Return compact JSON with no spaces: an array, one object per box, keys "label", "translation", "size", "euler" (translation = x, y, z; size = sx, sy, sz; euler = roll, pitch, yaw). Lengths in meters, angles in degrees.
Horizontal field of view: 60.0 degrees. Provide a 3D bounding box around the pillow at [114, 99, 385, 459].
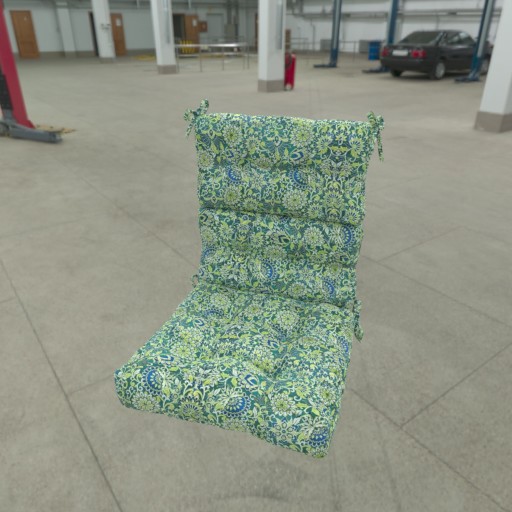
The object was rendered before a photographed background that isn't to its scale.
[{"label":"pillow","translation":[0.000,0.000,1.026],"size":[0.519,0.605,0.571],"euler":[9,29,16]}]
